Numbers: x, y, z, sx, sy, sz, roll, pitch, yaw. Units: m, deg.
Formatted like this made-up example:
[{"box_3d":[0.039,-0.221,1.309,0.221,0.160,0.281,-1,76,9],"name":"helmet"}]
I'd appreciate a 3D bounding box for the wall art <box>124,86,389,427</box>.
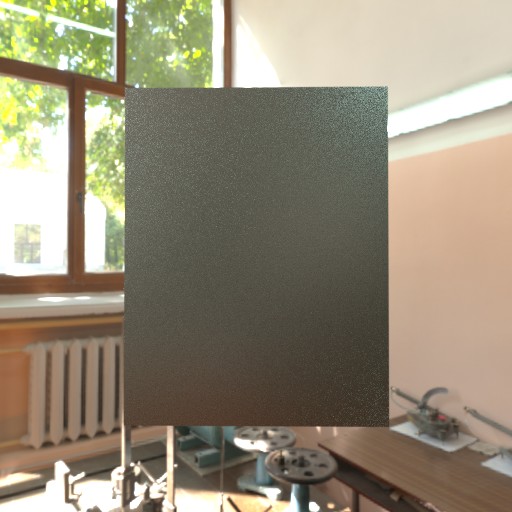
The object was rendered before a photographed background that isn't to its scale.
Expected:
[{"box_3d":[0.000,0.000,0.757,0.444,0.569,0.025,0,-1,1],"name":"wall art"}]
